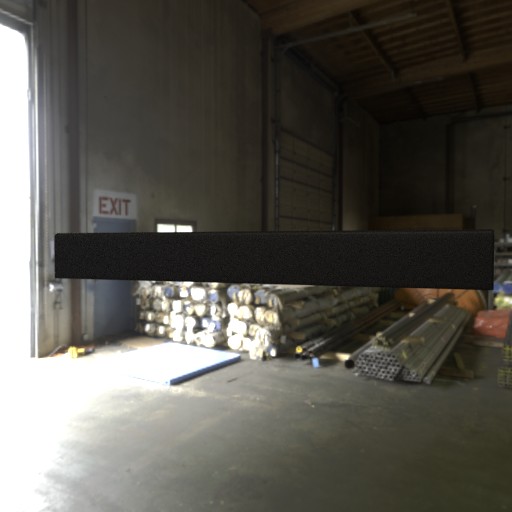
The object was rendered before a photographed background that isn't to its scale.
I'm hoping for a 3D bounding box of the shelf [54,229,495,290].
[{"bbox_3d":[0.000,0.000,0.493,0.456,0.053,0.102,0,2,17],"label":"shelf"}]
